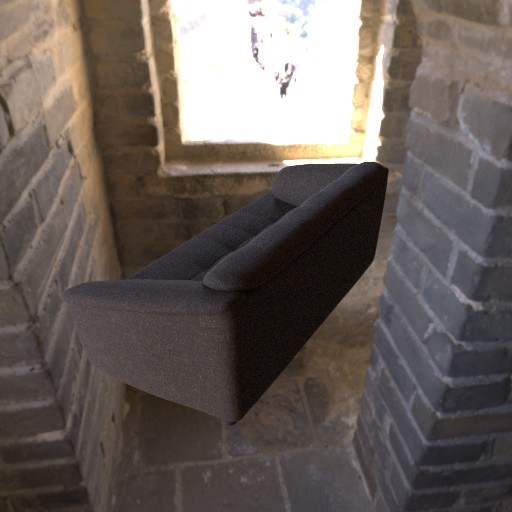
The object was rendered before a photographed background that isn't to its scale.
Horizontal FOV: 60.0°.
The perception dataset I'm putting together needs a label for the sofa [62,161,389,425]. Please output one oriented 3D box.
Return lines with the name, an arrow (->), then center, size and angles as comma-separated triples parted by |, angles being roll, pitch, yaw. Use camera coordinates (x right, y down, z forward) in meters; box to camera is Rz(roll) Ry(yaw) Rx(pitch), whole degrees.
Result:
sofa -> 0.000, 0.000, 2.382 | 0.887, 0.790, 1.849 | 19, 36, 28
